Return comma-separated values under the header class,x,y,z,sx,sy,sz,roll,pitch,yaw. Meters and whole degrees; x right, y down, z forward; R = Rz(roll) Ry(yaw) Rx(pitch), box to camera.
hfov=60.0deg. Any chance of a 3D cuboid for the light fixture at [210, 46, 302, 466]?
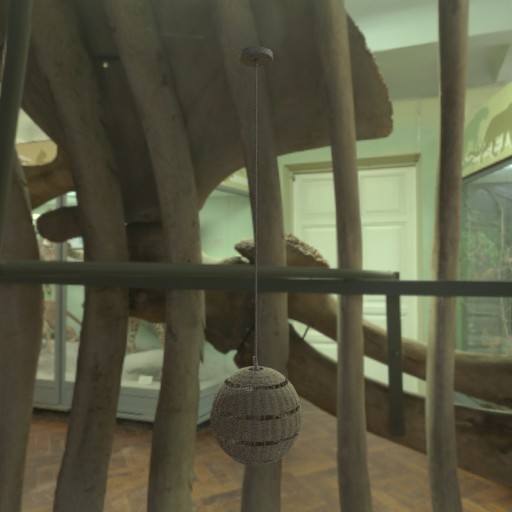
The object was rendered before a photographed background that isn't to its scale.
class,x,y,z,sx,sy,sz,roll,pitch,yaw
light fixture,0.000,0.000,2.206,0.457,2.019,0.457,0,-1,20
